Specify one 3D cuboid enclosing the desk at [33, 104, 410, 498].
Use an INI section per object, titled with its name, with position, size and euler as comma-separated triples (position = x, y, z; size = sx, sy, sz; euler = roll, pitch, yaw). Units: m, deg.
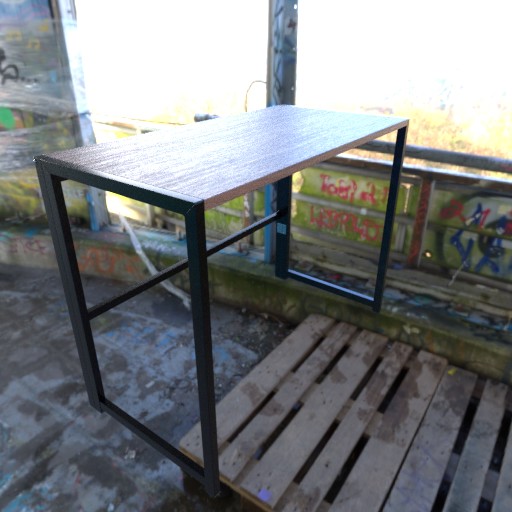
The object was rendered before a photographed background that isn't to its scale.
[desk]
position = 0.000, 0.000, 1.404
size = 0.508, 0.762, 1.016
euler = 19, 32, 32
